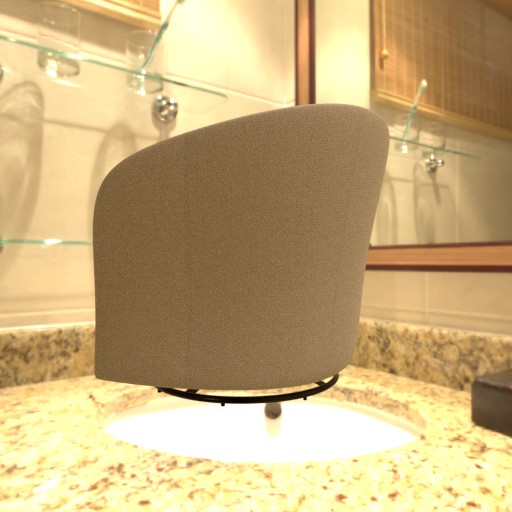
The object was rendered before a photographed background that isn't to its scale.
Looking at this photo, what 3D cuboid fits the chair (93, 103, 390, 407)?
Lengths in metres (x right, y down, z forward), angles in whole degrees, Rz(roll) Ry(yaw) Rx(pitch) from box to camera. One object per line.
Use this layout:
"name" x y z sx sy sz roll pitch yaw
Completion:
"chair" 0.000 0.000 1.410 0.815 0.771 0.791 0 0 17
